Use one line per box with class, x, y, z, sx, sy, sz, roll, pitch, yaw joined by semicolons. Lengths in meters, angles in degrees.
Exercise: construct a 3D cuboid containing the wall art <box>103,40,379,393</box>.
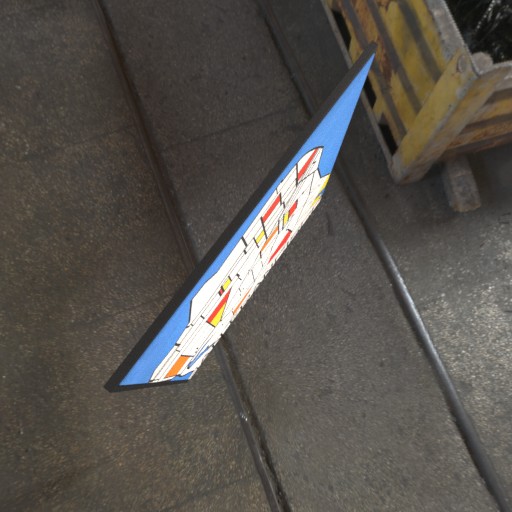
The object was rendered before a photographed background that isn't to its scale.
wall art;0.000;0.000;0.967;0.015;0.663;0.664;35;78;9
